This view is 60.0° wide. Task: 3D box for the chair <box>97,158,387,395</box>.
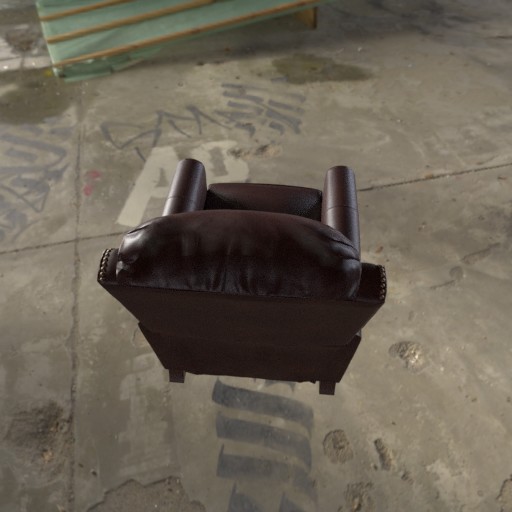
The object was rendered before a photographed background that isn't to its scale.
[{"bbox_3d":[0.000,0.000,1.771,0.826,1.022,1.089,4,46,4],"label":"chair"}]
